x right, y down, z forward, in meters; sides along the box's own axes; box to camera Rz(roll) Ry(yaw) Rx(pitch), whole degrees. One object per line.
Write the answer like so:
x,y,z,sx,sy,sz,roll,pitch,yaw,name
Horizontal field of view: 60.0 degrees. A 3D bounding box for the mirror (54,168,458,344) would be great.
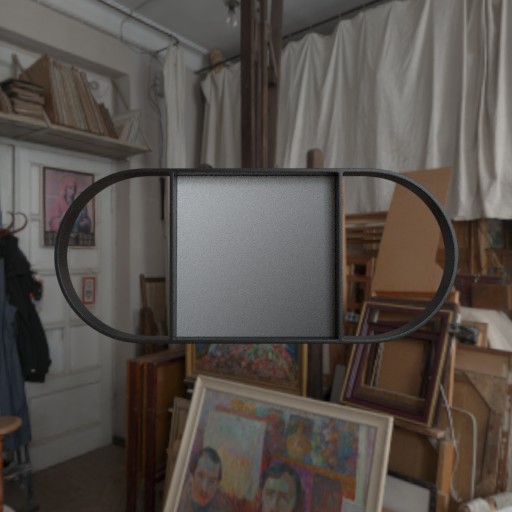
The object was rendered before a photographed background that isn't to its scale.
0.000,0.000,0.655,0.584,0.254,0.032,0,0,0,mirror
